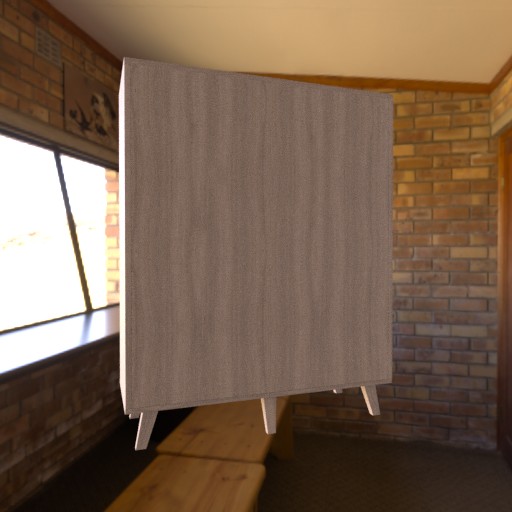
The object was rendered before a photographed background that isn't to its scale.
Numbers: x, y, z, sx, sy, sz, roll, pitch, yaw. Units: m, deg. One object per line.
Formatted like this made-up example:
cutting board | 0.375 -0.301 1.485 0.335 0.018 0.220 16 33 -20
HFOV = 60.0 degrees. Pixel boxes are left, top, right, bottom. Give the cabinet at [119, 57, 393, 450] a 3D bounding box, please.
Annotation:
cabinet | 0.000 0.000 1.914 1.111 1.388 0.398 0 1 -20
